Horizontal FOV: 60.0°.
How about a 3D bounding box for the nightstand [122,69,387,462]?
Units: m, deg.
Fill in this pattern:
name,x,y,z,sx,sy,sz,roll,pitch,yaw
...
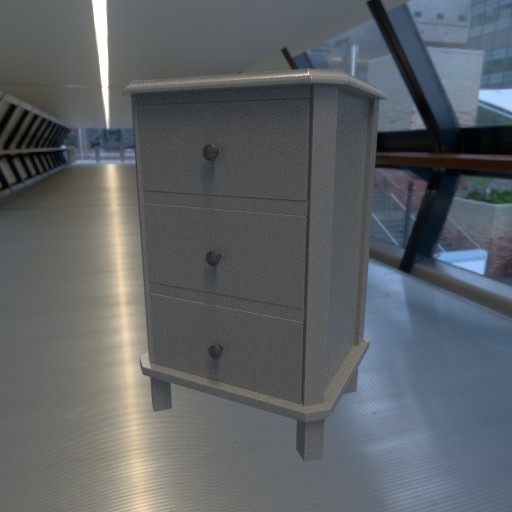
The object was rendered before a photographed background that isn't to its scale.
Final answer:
name,x,y,z,sx,sy,sz,roll,pitch,yaw
nightstand,0.000,0.000,0.946,0.435,0.680,0.348,7,16,26
